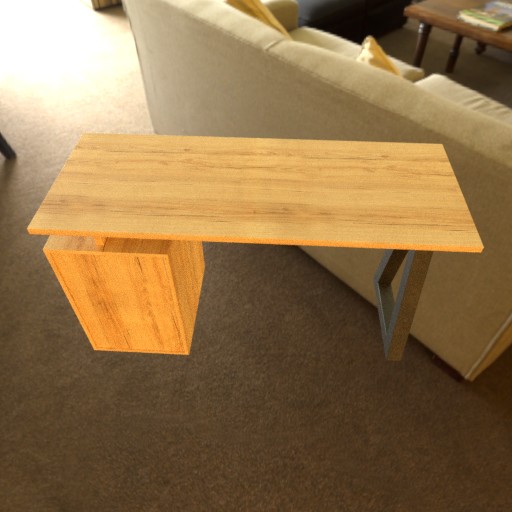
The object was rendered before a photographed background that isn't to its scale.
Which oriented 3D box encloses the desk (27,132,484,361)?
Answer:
[{"bbox_3d":[0.000,0.000,1.821,1.400,0.760,0.550,2,47,2],"label":"desk"}]
